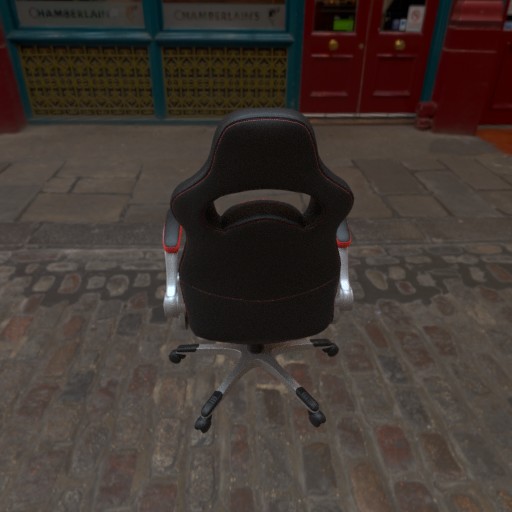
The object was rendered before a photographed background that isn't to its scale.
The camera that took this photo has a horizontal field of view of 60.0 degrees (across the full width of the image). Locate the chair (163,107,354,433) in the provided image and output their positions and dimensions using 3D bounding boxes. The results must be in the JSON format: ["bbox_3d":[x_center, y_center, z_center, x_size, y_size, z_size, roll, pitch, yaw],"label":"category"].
[{"bbox_3d":[0.000,0.000,1.608,0.758,1.165,0.712,-2,30,-3],"label":"chair"}]
